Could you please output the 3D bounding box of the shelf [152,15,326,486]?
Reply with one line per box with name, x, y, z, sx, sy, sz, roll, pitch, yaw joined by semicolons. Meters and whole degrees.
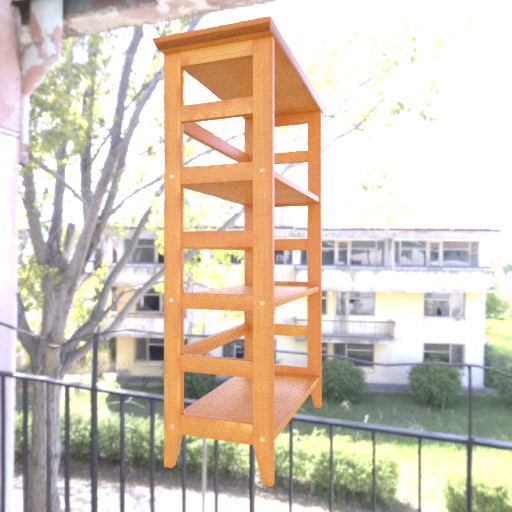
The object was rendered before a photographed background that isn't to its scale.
shelf;0.000;0.000;1.345;0.305;1.067;0.660;0;0;20
